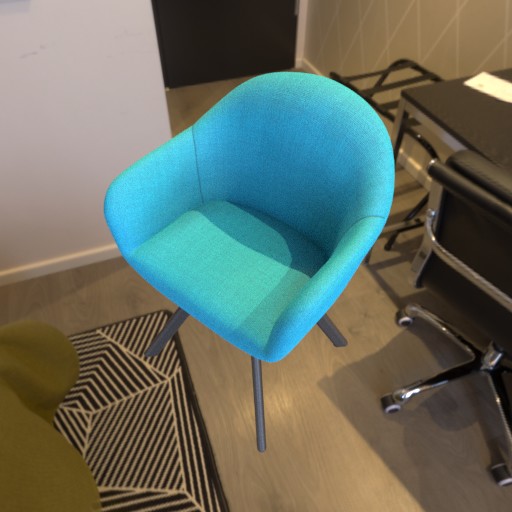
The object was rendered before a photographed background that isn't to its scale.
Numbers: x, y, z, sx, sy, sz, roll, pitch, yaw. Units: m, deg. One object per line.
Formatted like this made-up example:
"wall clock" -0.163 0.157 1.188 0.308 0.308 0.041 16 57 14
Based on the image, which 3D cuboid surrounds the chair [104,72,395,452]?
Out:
"chair" 0.000 0.000 1.175 0.590 0.795 0.550 31 54 26
